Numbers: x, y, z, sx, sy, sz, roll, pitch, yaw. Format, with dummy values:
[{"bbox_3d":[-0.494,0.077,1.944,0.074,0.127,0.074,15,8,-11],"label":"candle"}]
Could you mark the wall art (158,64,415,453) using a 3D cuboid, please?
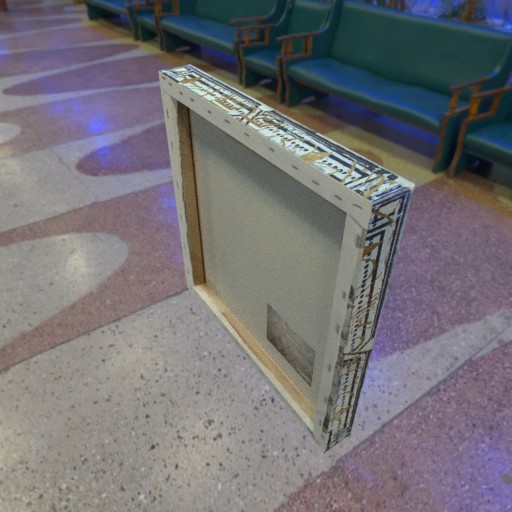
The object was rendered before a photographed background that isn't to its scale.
[{"bbox_3d":[0.000,0.000,0.464,0.038,0.306,0.302,-23,45,-26],"label":"wall art"}]
